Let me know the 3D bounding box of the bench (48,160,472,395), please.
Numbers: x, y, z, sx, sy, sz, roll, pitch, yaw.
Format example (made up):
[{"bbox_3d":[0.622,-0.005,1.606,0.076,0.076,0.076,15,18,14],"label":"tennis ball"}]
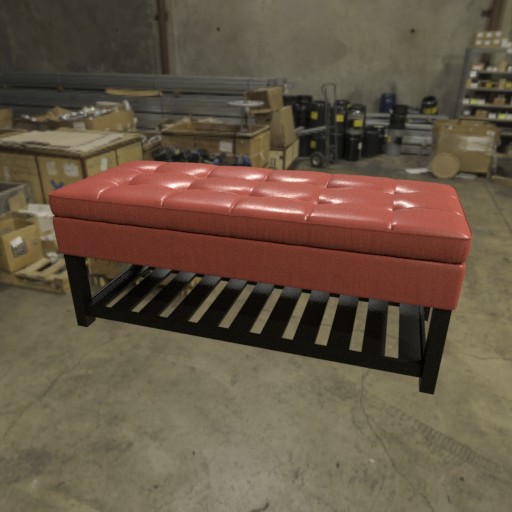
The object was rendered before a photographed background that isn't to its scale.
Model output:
[{"bbox_3d":[0.000,0.000,1.357,1.105,0.460,0.432,7,26,15],"label":"bench"}]
